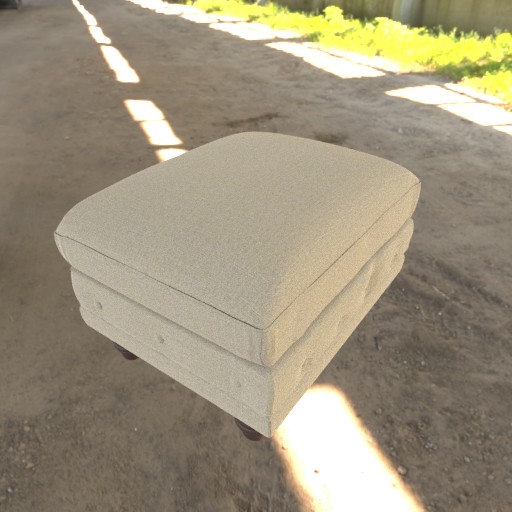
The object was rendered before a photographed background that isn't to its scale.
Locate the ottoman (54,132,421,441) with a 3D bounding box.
[{"bbox_3d":[0.000,0.000,1.054,0.541,0.463,0.684,22,39,30],"label":"ottoman"}]
